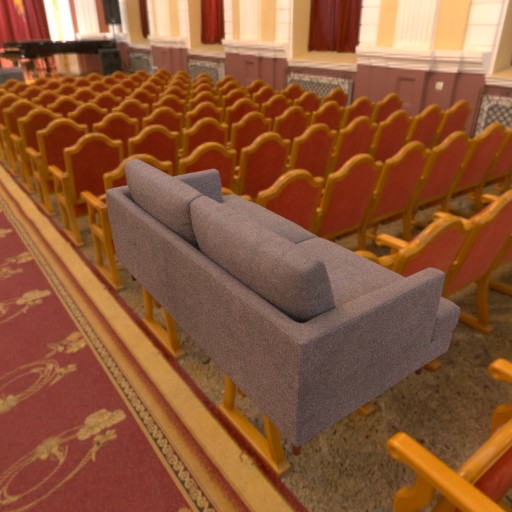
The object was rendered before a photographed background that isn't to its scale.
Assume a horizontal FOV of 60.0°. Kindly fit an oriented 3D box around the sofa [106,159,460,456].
[{"bbox_3d":[0.000,0.000,2.521,1.020,0.868,1.948,-18,33,-31],"label":"sofa"}]
